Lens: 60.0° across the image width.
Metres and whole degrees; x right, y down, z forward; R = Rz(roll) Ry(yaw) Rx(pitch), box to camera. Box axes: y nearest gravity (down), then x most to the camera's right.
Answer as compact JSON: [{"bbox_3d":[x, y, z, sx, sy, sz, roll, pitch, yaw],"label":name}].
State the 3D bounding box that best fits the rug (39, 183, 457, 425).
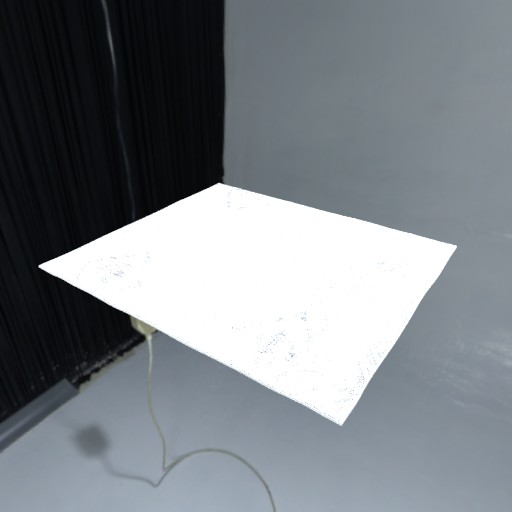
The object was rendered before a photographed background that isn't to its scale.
[{"bbox_3d":[0.000,0.000,0.886,0.639,0.006,0.548,19,35,30],"label":"rug"}]
